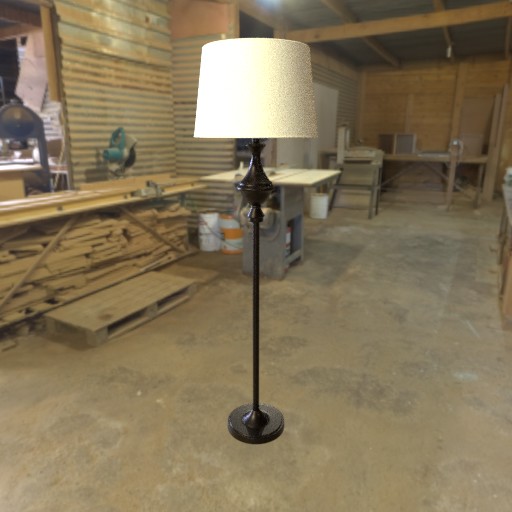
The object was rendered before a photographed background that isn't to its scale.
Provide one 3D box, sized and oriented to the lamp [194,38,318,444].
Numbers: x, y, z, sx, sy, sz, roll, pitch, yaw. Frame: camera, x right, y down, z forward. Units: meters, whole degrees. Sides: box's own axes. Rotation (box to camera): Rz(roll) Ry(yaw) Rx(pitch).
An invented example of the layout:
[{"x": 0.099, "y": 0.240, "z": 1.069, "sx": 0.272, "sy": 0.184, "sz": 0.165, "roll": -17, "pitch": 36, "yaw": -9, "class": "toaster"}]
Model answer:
[{"x": 0.000, "y": 0.000, "z": 1.667, "sx": 0.431, "sy": 1.484, "sz": 0.431, "roll": 0, "pitch": 16, "yaw": 0, "class": "lamp"}]
